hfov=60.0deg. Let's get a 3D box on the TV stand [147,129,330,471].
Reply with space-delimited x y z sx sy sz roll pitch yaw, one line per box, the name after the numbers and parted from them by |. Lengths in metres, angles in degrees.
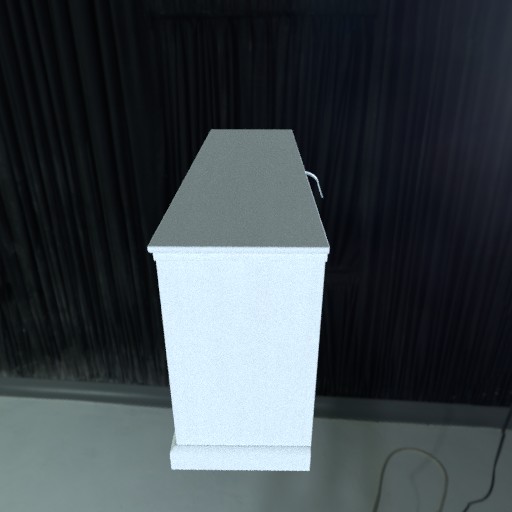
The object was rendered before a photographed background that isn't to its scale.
0.000 0.000 1.506 0.424 0.624 1.187 0 26 1 | TV stand
